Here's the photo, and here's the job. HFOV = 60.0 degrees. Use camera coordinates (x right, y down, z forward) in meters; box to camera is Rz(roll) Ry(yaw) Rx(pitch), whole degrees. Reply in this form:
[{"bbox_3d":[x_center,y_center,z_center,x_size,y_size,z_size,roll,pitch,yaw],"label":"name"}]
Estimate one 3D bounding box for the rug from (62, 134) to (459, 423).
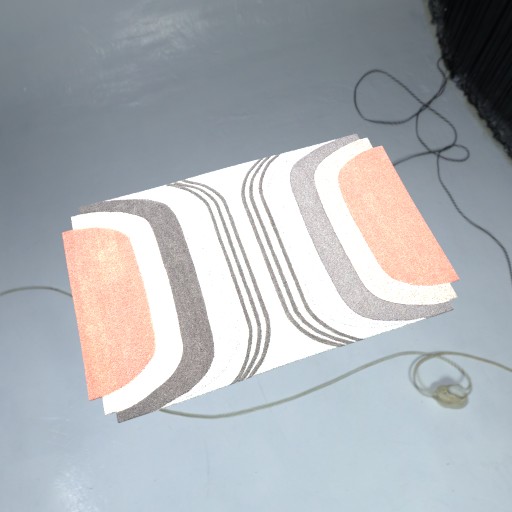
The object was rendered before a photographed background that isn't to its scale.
[{"bbox_3d":[0.000,0.000,3.002,2.446,0.017,1.530,-17,65,-8],"label":"rug"}]
